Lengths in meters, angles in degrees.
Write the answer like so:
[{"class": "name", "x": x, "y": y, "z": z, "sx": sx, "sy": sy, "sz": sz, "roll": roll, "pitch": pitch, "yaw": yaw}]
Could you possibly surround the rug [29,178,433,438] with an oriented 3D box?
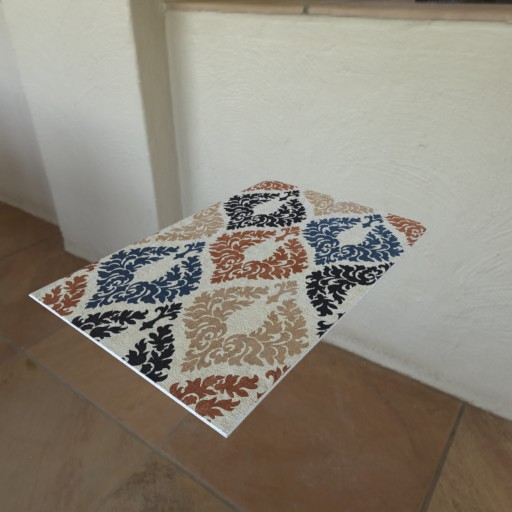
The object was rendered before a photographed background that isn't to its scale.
[{"class": "rug", "x": 0.000, "y": 0.000, "z": 2.889, "sx": 1.514, "sy": 0.014, "sz": 2.275, "roll": 22, "pitch": 38, "yaw": 32}]
